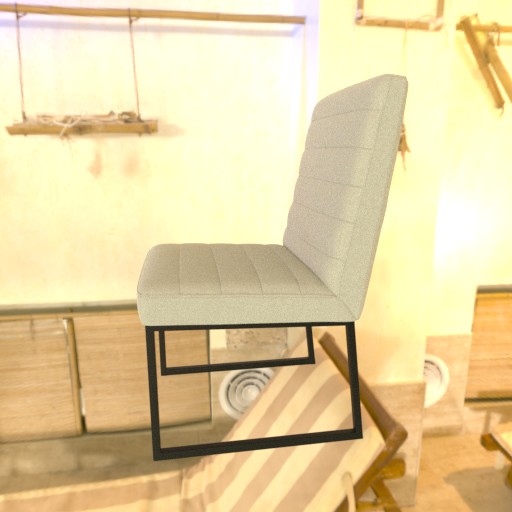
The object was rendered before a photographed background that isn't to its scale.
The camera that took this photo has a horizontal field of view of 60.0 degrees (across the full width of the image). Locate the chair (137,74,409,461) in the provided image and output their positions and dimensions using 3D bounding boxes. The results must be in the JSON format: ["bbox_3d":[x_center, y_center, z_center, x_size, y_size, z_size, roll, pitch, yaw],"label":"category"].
[{"bbox_3d":[0.000,0.000,1.276,0.634,0.930,0.520,-2,13,-9],"label":"chair"}]
